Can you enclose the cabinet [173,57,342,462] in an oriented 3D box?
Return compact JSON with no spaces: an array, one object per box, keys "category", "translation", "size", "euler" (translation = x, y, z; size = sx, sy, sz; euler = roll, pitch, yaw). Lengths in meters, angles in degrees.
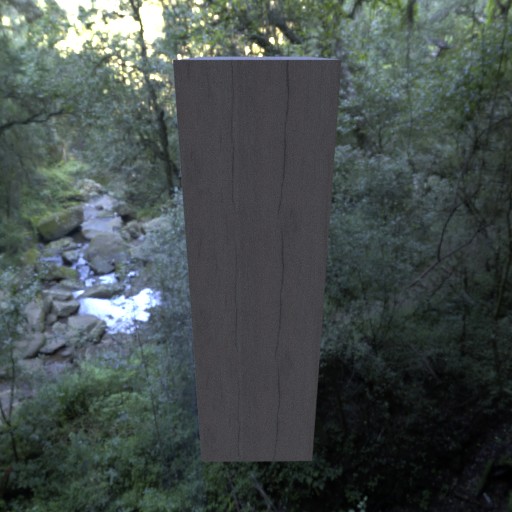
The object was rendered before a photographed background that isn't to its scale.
[{"category":"cabinet","translation":[0.000,0.000,2.365],"size":[0.580,1.930,0.980],"euler":[0,25,0]}]
